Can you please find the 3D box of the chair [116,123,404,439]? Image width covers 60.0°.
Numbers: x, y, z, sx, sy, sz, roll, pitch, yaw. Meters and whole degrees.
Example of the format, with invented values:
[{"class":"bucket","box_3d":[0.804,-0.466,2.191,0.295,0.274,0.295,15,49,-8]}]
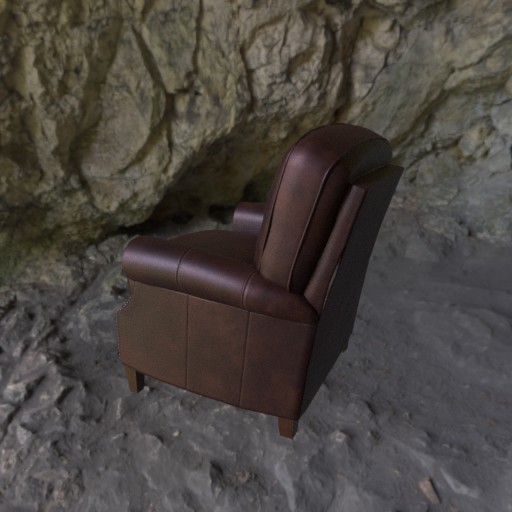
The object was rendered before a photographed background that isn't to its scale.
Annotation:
[{"class":"chair","box_3d":[0.000,0.000,1.771,0.986,1.018,0.936,8,18,25]}]
